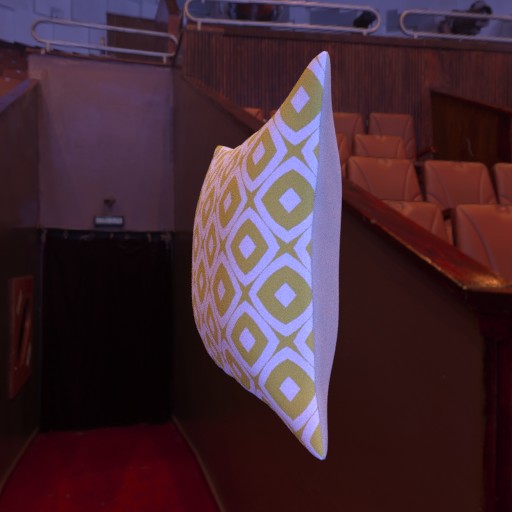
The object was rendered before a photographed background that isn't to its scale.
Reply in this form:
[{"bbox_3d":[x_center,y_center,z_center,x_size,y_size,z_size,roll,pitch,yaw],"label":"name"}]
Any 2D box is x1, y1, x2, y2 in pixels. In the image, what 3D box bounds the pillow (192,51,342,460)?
[{"bbox_3d":[0.000,0.000,0.768,0.188,0.494,0.504,0,0,-20],"label":"pillow"}]
